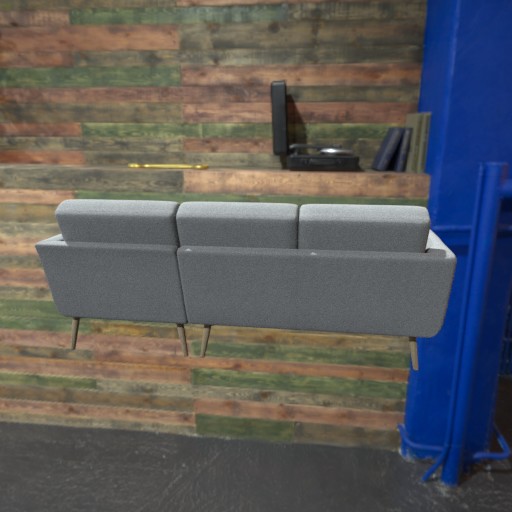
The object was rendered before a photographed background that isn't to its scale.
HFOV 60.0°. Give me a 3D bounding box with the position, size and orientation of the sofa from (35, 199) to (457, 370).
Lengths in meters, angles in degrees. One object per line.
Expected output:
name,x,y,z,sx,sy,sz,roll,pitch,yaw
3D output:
sofa,0.000,0.000,2.812,2.040,0.860,1.530,2,15,8
